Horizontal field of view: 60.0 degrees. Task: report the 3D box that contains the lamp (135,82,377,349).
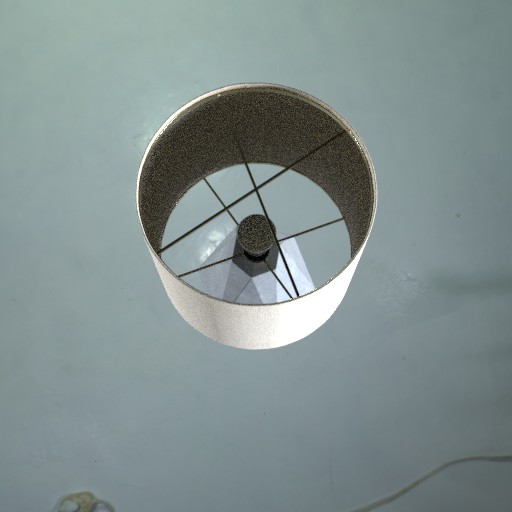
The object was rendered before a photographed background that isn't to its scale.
[{"bbox_3d":[0.000,0.000,0.660,0.276,0.501,0.276,0,75,0],"label":"lamp"}]
